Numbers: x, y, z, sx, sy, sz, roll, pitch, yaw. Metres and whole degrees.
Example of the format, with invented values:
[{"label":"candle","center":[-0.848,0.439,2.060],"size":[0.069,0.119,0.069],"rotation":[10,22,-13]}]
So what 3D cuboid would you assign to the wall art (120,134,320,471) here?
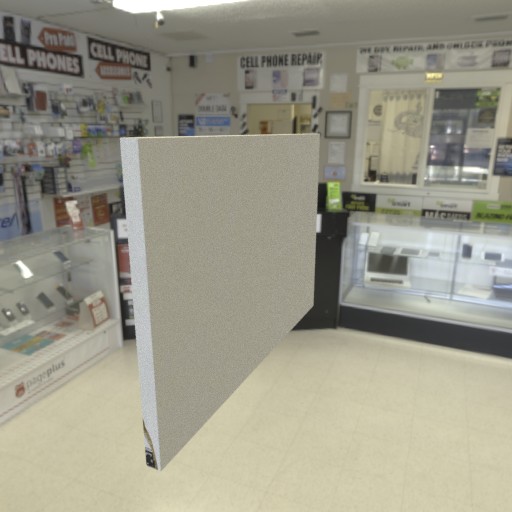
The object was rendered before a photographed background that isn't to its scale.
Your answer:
[{"label":"wall art","center":[0.000,0.000,1.141],"size":[0.038,0.601,0.898],"rotation":[7,17,25]}]
